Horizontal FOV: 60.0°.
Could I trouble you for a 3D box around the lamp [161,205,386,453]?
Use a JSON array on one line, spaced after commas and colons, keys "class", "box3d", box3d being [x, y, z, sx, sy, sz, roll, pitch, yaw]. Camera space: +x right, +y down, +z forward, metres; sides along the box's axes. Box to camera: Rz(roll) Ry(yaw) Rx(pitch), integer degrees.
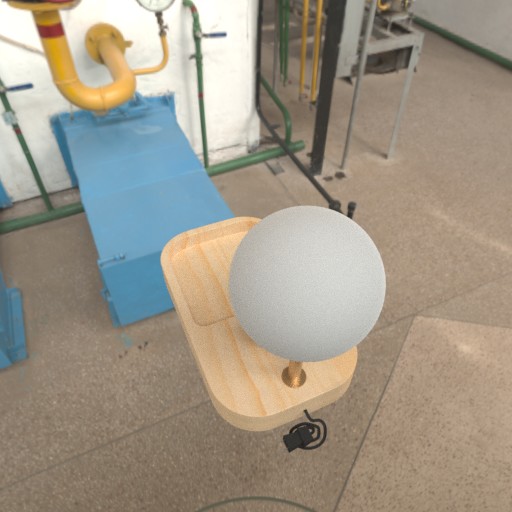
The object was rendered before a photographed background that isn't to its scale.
[{"class": "lamp", "box3d": [0.000, 0.000, 0.472, 0.173, 0.253, 0.331, -18, 48, -16]}]
